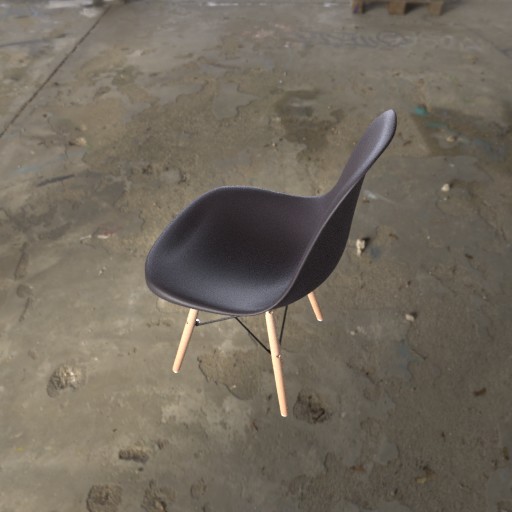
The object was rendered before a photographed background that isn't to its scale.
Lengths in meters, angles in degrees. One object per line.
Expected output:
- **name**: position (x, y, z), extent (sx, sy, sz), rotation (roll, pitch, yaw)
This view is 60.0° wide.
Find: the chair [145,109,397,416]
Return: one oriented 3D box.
- **chair**: position (0.000, 0.000, 1.151), extent (0.533, 0.825, 0.470), rotation (16, 48, 15)
